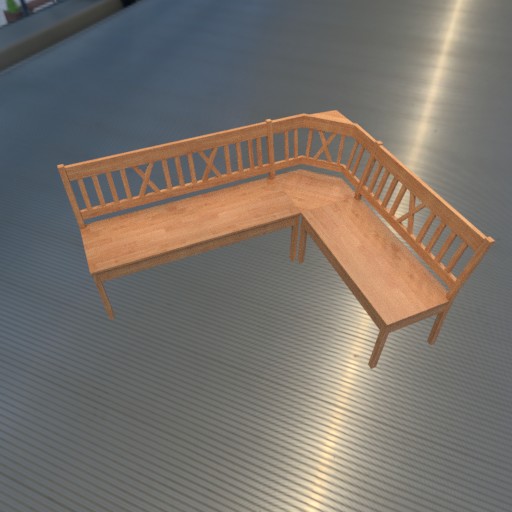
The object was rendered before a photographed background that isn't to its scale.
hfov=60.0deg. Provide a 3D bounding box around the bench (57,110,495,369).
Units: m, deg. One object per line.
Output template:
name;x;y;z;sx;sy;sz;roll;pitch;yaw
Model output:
bench;0.000;0.000;2.758;1.937;0.902;1.537;-17;49;-16
